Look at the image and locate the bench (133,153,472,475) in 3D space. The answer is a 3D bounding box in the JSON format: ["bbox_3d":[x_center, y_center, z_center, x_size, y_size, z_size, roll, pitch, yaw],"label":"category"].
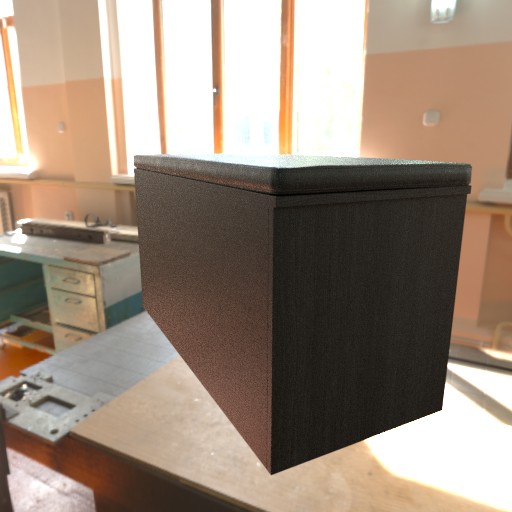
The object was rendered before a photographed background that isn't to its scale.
[{"bbox_3d":[0.000,0.000,1.138,0.401,0.501,0.905,-7,16,-26],"label":"bench"}]
